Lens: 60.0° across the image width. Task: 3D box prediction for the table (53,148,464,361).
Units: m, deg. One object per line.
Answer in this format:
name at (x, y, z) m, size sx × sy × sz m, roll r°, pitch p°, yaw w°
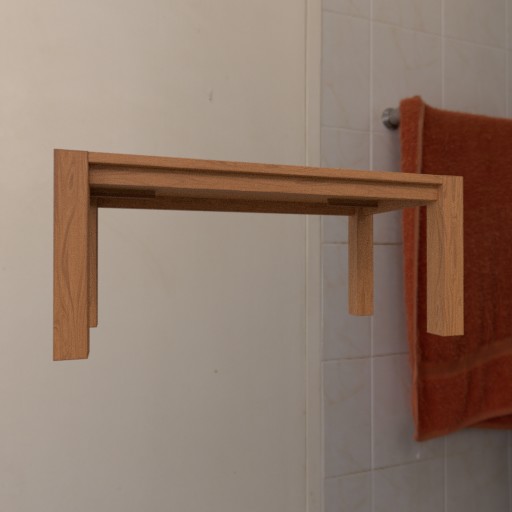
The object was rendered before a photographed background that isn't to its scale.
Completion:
table at (0.000, 0.000, 2.281) m, size 1.800 × 0.760 × 0.900 m, roll 0°, pitch 0°, yaw -17°
